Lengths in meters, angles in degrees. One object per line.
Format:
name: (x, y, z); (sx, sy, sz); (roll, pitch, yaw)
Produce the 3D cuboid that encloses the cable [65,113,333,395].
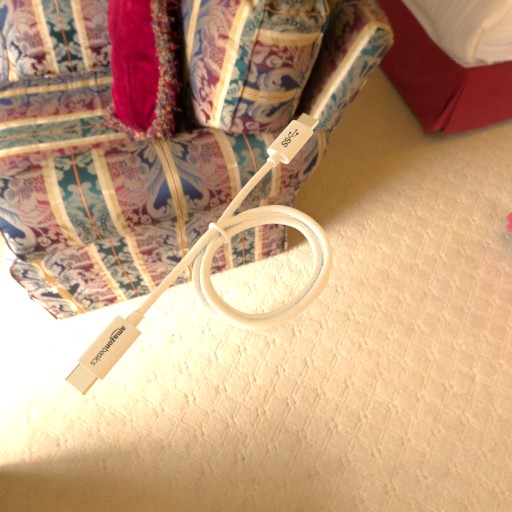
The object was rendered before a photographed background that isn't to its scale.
cable: (0.000, 0.000, 0.210); (0.070, 0.014, 0.186); (32, 67, 15)
